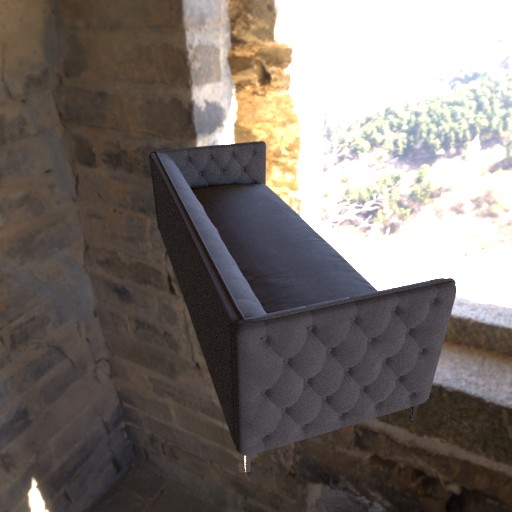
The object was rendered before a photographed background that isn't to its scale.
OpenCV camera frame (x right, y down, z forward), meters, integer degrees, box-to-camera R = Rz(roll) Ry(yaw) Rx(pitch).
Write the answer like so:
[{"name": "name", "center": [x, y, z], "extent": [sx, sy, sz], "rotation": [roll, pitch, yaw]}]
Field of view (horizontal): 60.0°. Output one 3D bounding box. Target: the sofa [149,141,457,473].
[{"name": "sofa", "center": [0.000, 0.000, 2.598], "extent": [0.895, 0.771, 2.209], "rotation": [-10, 31, -16]}]
